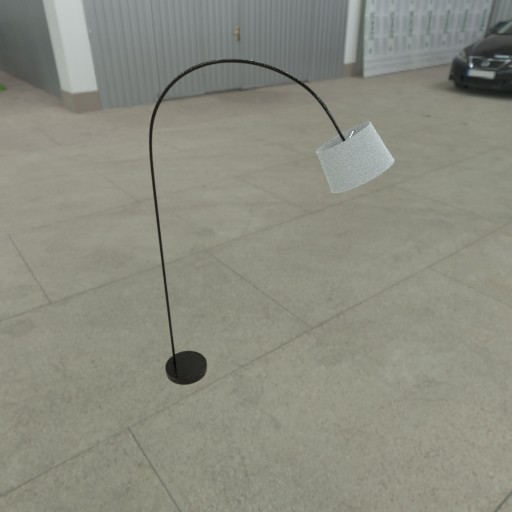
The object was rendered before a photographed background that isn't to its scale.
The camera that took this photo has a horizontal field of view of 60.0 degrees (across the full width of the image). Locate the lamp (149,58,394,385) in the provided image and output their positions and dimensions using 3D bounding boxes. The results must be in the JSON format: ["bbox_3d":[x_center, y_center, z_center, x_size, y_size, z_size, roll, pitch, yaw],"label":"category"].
[{"bbox_3d":[0.000,0.000,2.581,1.363,2.104,0.331,9,31,15],"label":"lamp"}]
